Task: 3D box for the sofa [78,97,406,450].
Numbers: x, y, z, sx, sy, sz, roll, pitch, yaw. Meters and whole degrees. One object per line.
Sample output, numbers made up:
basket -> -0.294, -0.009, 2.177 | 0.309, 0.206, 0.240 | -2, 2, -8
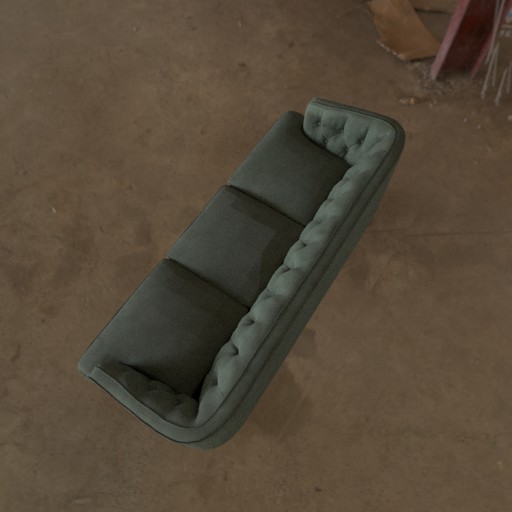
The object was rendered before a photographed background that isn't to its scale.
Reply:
sofa -> 0.000, 0.000, 2.767 | 0.941, 0.855, 2.278 | 30, 67, 14
